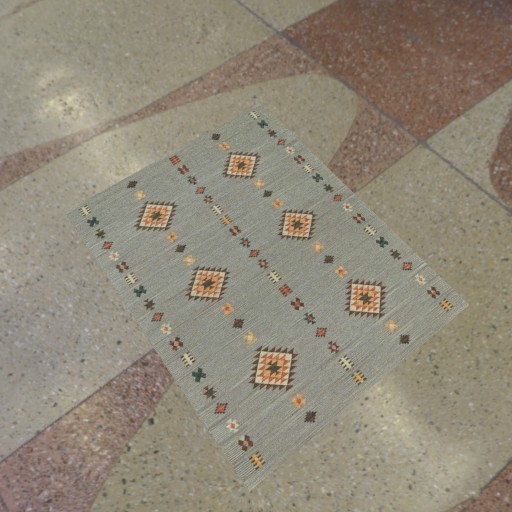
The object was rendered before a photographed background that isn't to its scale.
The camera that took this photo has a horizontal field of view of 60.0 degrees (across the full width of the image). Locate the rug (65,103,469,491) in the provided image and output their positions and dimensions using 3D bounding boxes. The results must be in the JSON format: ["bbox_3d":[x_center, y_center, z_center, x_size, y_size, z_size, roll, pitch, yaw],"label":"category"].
[{"bbox_3d":[0.000,0.000,4.128,2.425,0.008,3.035,-34,68,-16],"label":"rug"}]
